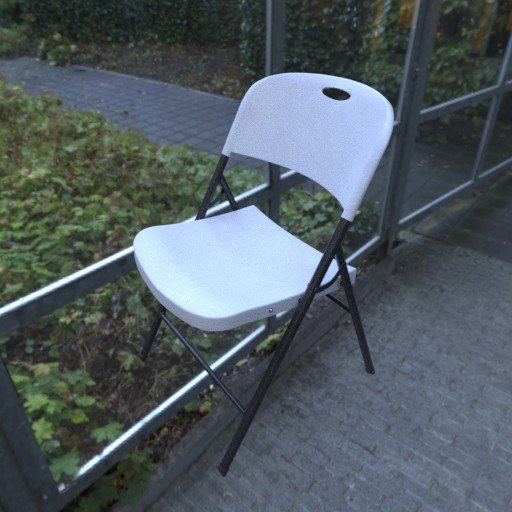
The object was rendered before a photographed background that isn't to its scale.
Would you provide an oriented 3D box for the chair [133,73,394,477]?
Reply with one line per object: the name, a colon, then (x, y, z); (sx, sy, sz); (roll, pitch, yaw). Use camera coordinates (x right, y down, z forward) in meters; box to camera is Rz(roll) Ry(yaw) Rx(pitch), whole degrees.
chair: (0.000, 0.000, 1.155); (0.566, 0.810, 0.494); (-22, 39, -30)
